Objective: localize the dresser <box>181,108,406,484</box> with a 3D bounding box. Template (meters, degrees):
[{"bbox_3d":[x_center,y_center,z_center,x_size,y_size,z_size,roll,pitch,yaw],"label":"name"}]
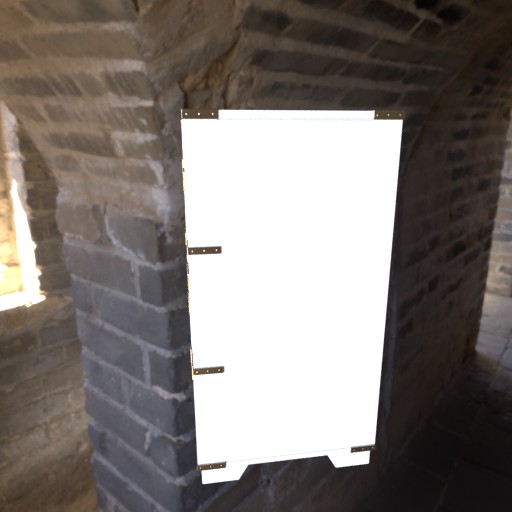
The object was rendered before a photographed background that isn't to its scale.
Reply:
[{"bbox_3d":[0.000,0.000,1.487,0.460,0.891,1.022,-3,16,-9],"label":"dresser"}]
